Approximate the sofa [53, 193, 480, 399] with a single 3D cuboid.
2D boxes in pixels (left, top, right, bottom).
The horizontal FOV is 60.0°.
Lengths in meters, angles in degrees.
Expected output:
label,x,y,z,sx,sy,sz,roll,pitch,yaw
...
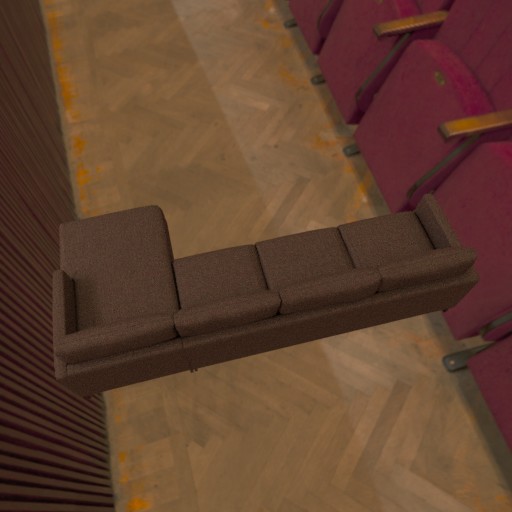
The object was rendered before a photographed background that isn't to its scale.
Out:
label,x,y,z,sx,sy,sz,roll,pitch,yaw
sofa,0.000,0.000,3.716,3.221,0.892,1.483,-12,60,-7
